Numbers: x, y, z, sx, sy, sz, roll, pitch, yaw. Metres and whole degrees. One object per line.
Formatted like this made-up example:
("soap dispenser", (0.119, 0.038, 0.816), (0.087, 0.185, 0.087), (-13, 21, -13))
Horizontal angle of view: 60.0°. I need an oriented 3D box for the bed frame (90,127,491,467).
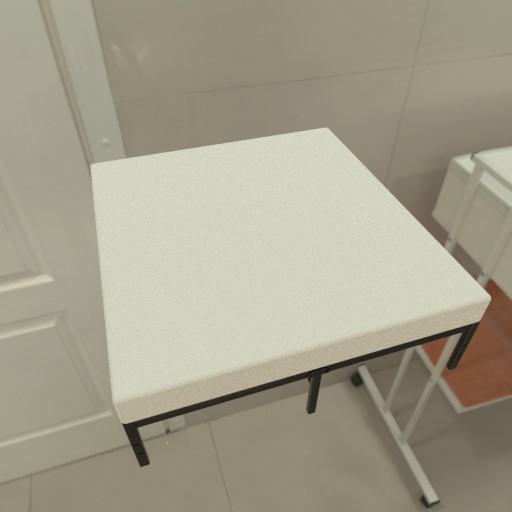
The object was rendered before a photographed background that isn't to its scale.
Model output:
("bed frame", (0.000, 0.000, 3.046), (1.963, 0.659, 2.079), (-12, 44, -13))
